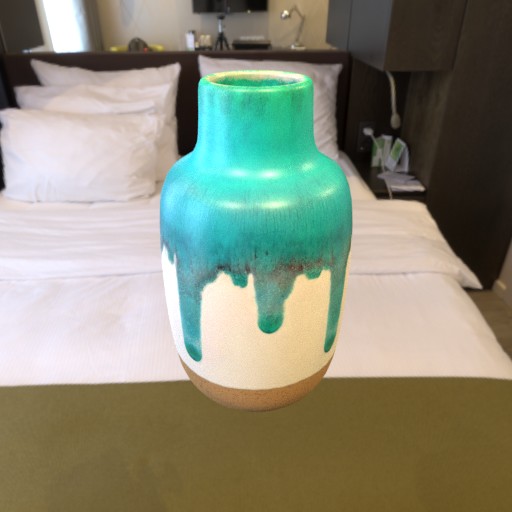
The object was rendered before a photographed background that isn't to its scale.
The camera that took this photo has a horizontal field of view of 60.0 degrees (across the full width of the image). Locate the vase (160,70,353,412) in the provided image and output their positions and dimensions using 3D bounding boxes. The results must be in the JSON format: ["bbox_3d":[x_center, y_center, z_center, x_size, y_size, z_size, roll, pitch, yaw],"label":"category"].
[{"bbox_3d":[0.000,0.000,0.254,0.106,0.192,0.106,0,31,0],"label":"vase"}]
